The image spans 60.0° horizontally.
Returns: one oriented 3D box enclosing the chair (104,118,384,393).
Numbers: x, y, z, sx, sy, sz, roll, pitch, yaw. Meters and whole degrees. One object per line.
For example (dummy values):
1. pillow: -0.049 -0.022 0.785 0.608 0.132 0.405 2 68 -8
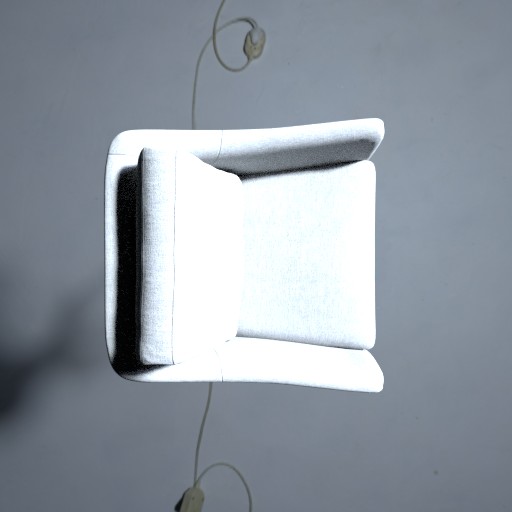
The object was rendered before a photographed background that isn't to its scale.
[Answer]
1. chair: 0.000 0.000 1.718 0.961 0.902 0.986 0 90 0
